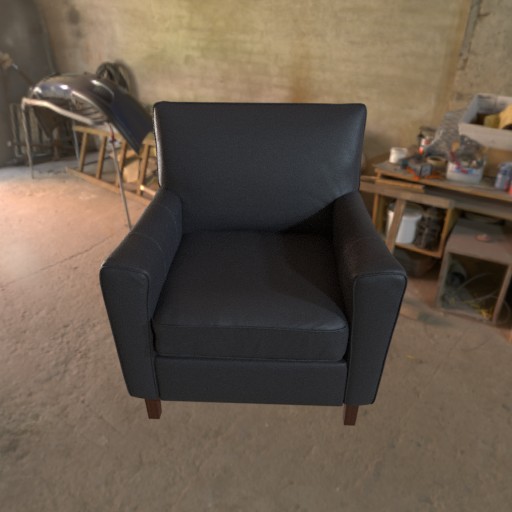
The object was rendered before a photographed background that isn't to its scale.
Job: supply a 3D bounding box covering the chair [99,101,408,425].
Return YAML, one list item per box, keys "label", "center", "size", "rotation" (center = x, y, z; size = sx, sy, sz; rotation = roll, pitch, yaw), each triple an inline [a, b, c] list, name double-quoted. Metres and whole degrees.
- label: "chair"
  center: [0.000, 0.000, 1.623]
  size: [0.870, 0.943, 0.825]
  rotation: [1, 31, 2]
